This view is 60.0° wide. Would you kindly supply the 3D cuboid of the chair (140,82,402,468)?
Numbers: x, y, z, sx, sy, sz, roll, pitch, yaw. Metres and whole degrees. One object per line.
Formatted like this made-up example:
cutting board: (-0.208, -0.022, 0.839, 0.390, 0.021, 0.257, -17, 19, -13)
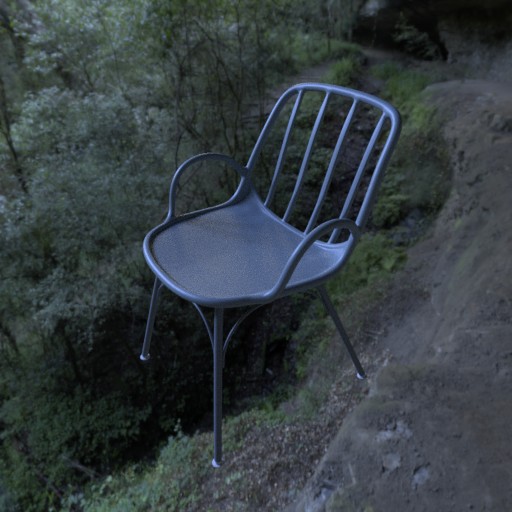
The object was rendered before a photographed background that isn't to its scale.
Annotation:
chair: (0.000, 0.000, 1.220, 0.597, 0.816, 0.549, -21, 38, -29)
